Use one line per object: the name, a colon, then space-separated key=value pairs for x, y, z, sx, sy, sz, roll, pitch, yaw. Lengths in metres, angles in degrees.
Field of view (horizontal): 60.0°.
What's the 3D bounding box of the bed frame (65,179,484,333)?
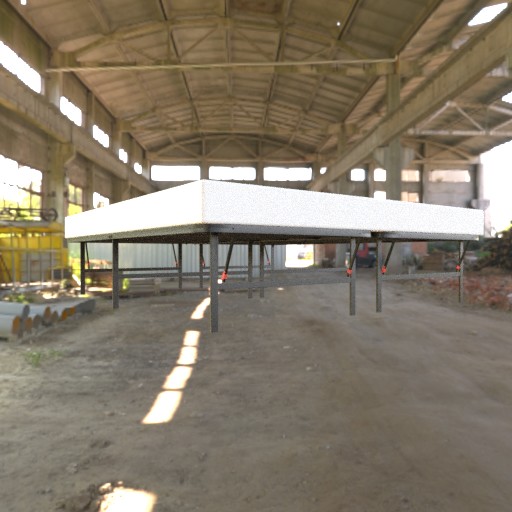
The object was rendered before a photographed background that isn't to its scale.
bed frame: x=0.000 y=0.000 z=2.938 sx=1.930 sy=0.559 sz=2.032 roll=0 pitch=1 yaw=-36
